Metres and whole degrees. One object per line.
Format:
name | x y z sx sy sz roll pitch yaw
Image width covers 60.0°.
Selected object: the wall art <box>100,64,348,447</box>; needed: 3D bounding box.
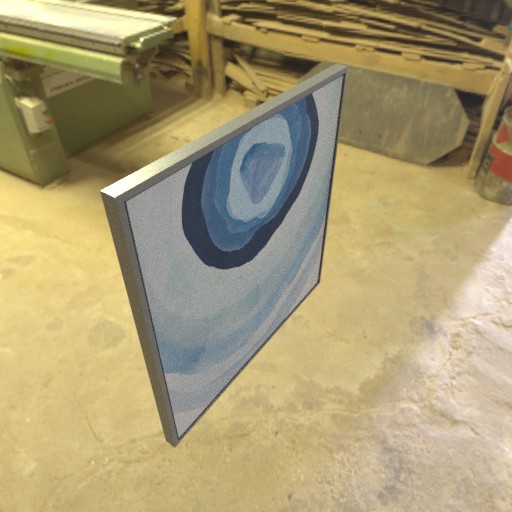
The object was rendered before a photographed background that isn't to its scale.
wall art | 0.000 0.000 1.216 0.038 0.807 0.809 25 46 27
